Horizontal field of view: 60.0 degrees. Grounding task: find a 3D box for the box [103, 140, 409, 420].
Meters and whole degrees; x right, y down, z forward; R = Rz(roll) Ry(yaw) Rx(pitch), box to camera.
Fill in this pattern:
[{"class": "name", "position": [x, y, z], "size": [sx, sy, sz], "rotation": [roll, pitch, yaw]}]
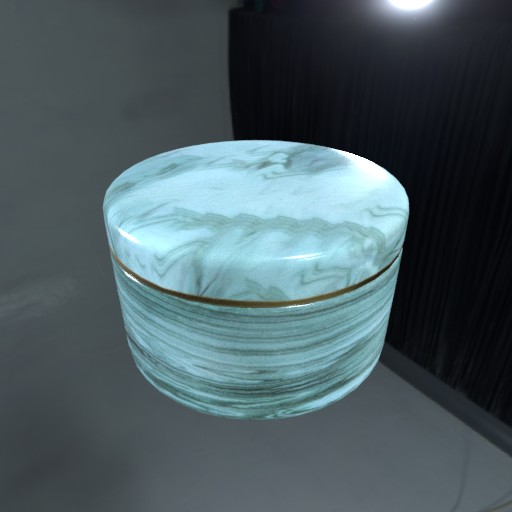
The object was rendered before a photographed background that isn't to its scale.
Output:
[{"class": "box", "position": [0.000, 0.000, 0.166], "size": [0.101, 0.063, 0.101], "rotation": [0, 31, 0]}]
